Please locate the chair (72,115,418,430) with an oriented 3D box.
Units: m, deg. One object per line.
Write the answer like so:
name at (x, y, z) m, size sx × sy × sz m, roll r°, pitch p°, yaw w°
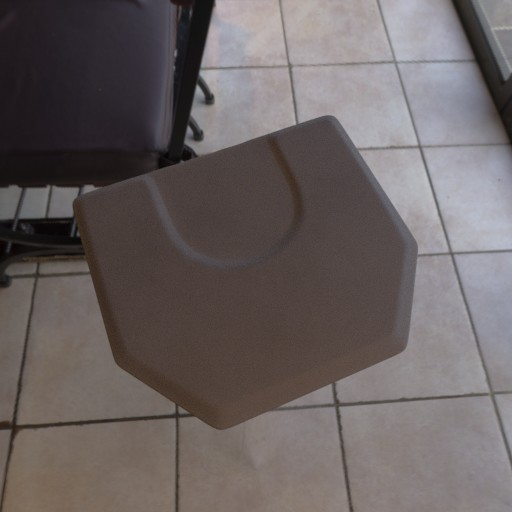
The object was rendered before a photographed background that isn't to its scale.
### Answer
chair at (0.000, 0.000, 1.927) m, size 1.372 × 0.024 × 1.219 m, roll -20°, pitch 66°, yaw -10°
